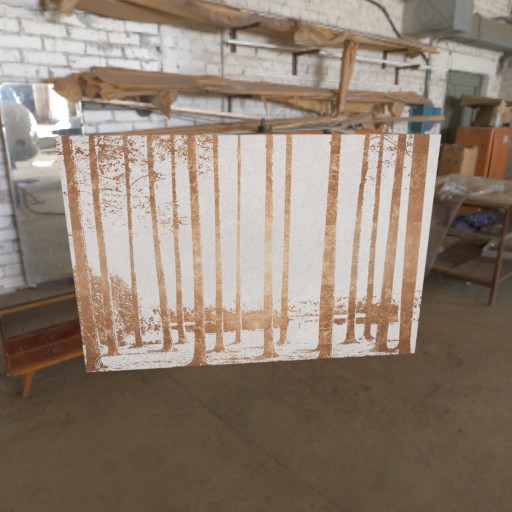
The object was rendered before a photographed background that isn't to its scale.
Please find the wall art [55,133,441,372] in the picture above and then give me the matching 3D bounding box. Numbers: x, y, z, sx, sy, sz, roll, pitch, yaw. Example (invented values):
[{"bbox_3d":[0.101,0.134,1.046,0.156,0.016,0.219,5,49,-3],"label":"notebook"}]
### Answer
[{"bbox_3d":[0.000,0.000,1.153,0.914,0.609,0.035,-2,18,-6],"label":"wall art"}]
